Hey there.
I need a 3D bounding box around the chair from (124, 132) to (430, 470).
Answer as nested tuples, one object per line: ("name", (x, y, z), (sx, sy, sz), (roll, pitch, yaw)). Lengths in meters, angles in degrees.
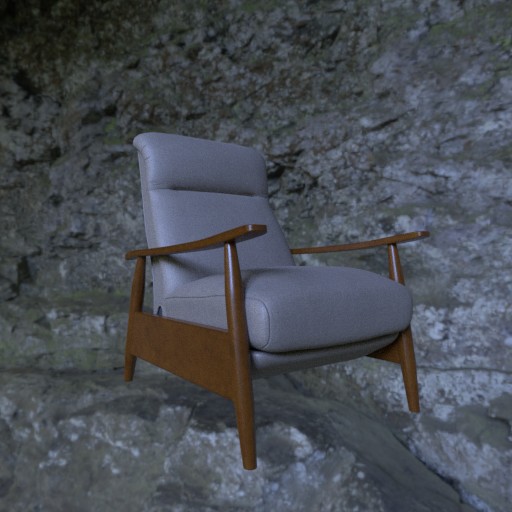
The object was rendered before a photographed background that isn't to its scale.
("chair", (0.000, 0.000, 1.734), (0.762, 1.082, 1.032), (-1, 1, -35))
